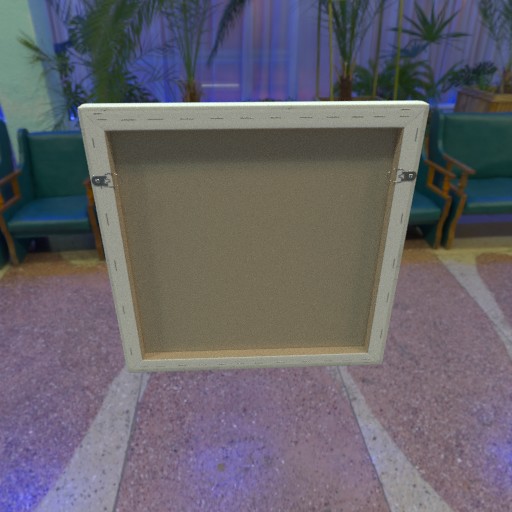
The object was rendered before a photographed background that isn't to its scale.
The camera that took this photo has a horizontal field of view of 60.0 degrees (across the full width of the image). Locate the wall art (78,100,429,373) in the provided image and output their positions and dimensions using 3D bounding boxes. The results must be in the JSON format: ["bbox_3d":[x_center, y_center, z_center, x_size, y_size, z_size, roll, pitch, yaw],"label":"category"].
[{"bbox_3d":[0.000,0.000,1.153,0.762,0.762,0.038,-1,29,-2],"label":"wall art"}]
